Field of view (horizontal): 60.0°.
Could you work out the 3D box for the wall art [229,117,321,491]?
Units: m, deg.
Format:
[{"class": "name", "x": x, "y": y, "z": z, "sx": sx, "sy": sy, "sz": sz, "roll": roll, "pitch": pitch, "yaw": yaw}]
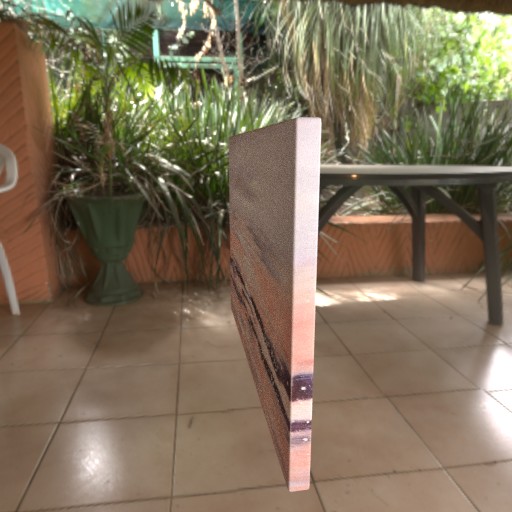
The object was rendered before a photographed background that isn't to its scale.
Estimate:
[{"class": "wall art", "x": 0.000, "y": 0.000, "z": 1.122, "sx": 0.038, "sy": 0.609, "sz": 0.913, "roll": -2, "pitch": 14, "yaw": -9}]
